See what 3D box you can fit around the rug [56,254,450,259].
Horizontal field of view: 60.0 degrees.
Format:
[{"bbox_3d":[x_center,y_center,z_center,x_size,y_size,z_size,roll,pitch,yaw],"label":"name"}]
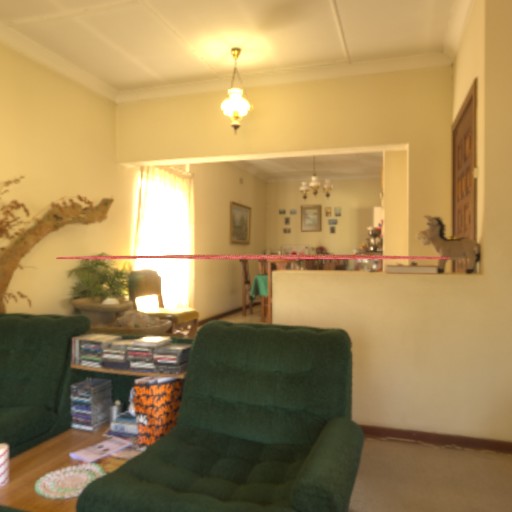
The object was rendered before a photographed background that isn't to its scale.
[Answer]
[{"bbox_3d":[0.000,0.000,4.330,2.389,0.011,3.306,0,0,1],"label":"rug"}]
